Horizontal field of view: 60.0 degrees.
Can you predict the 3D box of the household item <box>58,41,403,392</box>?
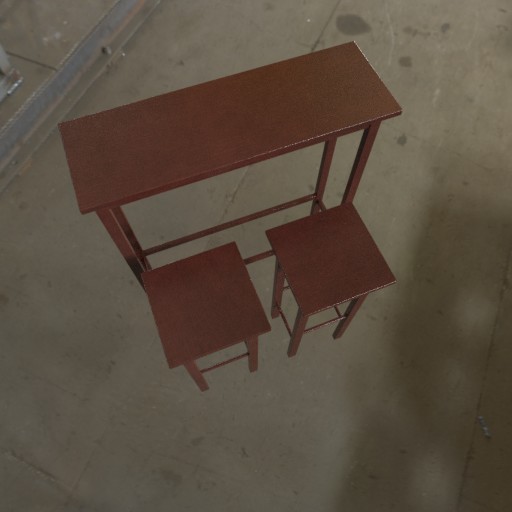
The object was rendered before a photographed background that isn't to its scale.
[{"bbox_3d":[0.000,0.000,1.639,0.914,1.067,0.676,-19,66,-9],"label":"household item"}]
